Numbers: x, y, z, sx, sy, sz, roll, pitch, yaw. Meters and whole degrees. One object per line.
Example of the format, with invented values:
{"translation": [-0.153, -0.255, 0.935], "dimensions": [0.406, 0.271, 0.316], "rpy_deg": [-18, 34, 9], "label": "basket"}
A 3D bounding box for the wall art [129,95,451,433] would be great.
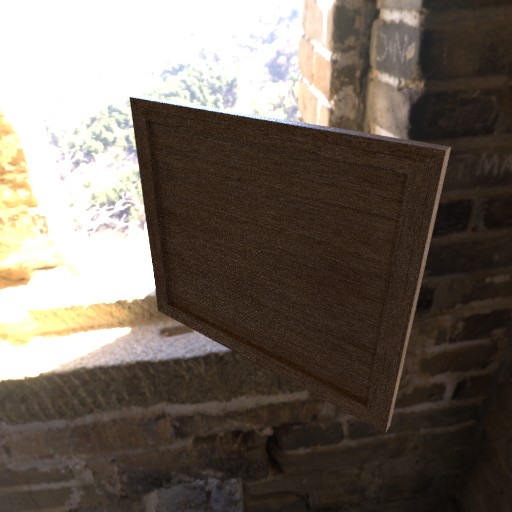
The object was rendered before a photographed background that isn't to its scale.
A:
{"translation": [0.000, 0.000, 0.957], "dimensions": [0.690, 0.588, 0.026], "rpy_deg": [21, 35, 32], "label": "wall art"}
